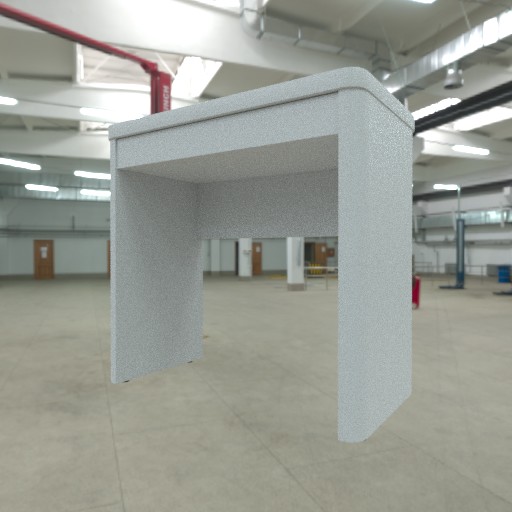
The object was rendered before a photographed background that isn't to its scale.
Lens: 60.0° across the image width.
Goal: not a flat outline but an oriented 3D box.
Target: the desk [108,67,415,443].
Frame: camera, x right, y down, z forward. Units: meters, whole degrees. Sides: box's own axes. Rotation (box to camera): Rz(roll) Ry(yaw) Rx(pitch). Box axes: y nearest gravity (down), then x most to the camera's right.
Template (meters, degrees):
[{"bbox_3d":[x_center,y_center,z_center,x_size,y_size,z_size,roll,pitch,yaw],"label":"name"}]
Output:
[{"bbox_3d":[0.000,0.000,1.274,0.790,0.760,0.446,0,1,34],"label":"desk"}]
